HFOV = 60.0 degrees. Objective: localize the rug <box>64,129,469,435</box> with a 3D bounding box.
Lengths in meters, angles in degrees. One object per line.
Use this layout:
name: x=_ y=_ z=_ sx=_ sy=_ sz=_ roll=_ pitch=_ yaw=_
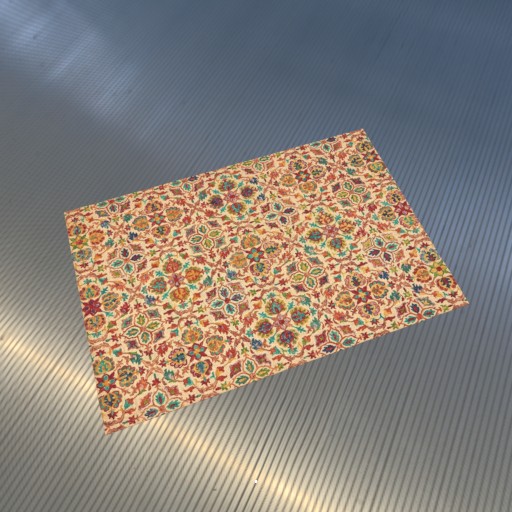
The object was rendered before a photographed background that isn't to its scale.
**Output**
rug: x=0.000 y=0.000 z=2.345 sx=1.838 sy=0.013 sz=1.226 roll=-18 pitch=64 yaw=-9
